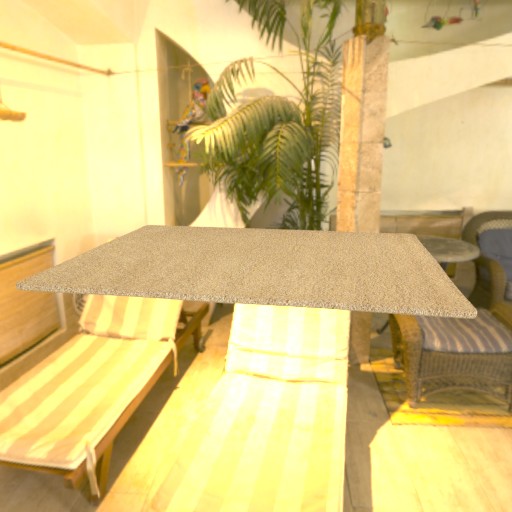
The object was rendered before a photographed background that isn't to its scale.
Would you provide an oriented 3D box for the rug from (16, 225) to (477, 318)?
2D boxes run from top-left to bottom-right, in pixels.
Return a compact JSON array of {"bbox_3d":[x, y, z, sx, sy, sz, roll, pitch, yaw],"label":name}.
[{"bbox_3d":[0.000,0.000,2.065,1.600,0.025,1.199,3,15,10],"label":"rug"}]
